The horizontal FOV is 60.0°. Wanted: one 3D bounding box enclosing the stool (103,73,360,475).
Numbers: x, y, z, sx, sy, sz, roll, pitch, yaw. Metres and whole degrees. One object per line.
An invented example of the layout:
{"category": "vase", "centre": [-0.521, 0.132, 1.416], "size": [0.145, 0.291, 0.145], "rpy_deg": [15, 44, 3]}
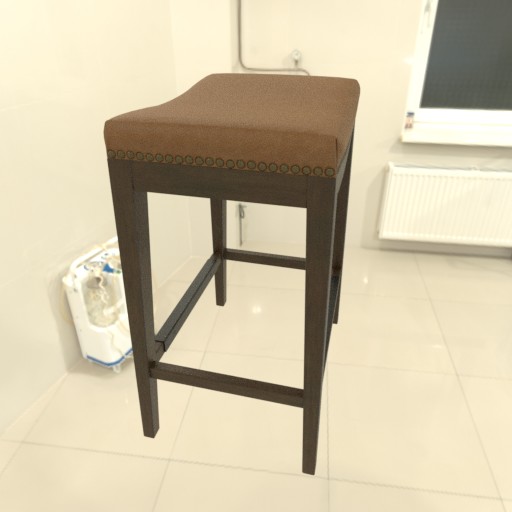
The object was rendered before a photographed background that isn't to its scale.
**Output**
{"category": "stool", "centre": [0.000, 0.000, 0.939], "size": [0.361, 0.660, 0.500], "rpy_deg": [7, 31, 12]}
